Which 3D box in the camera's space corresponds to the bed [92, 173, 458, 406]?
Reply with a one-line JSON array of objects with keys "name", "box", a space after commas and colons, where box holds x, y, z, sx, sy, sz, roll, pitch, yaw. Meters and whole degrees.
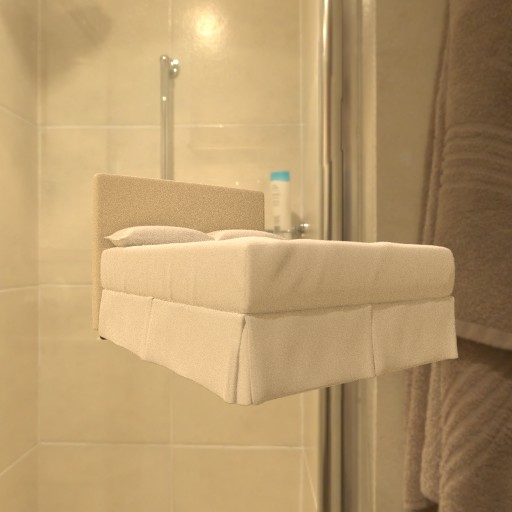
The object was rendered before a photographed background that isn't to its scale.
[{"name": "bed", "box": [0.000, 0.000, 3.157, 1.714, 1.330, 2.147, 0, 0, -36]}]
